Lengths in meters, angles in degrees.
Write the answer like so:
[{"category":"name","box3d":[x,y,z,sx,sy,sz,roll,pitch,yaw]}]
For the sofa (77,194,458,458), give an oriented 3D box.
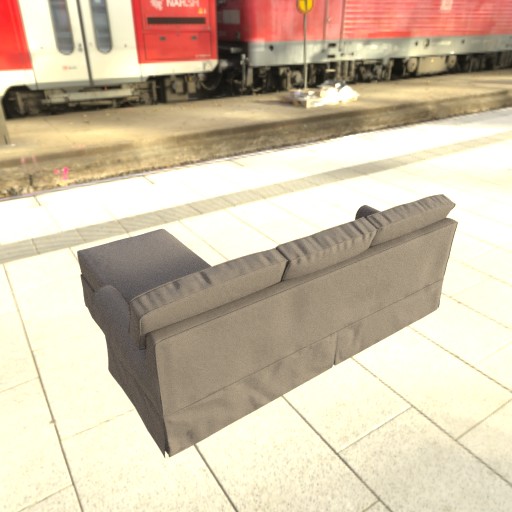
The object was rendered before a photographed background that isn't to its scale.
[{"category":"sofa","box3d":[0.000,0.000,3.353,2.475,0.978,1.733,-19,33,-31]}]
